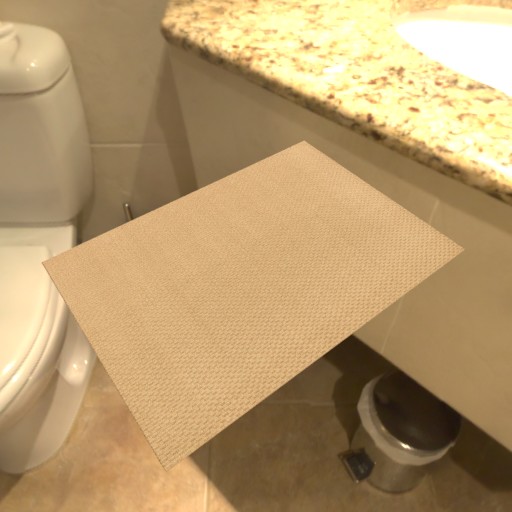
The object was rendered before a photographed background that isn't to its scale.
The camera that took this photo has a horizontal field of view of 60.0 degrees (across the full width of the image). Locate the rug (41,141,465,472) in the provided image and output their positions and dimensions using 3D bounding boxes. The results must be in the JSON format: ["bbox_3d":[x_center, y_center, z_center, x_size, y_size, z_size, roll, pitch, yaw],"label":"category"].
[{"bbox_3d":[0.000,0.000,2.745,2.144,0.013,1.509,-30,54,-24],"label":"rug"}]
